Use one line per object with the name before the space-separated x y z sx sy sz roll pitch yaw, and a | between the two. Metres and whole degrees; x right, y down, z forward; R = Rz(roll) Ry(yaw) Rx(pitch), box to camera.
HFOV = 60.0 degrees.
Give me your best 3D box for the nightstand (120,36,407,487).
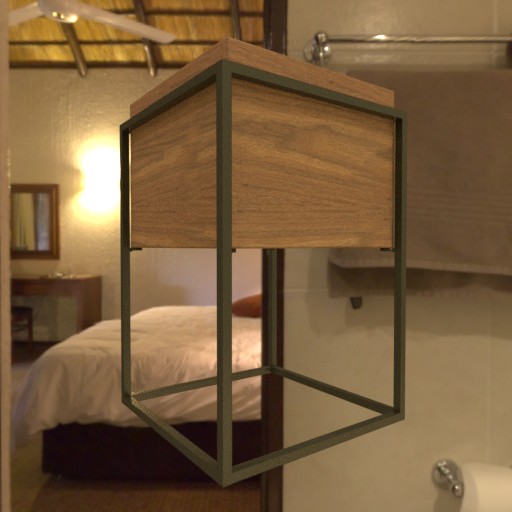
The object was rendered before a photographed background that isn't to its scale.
nightstand | 0.000 0.000 0.861 0.397 0.607 0.397 -1 2 -36
